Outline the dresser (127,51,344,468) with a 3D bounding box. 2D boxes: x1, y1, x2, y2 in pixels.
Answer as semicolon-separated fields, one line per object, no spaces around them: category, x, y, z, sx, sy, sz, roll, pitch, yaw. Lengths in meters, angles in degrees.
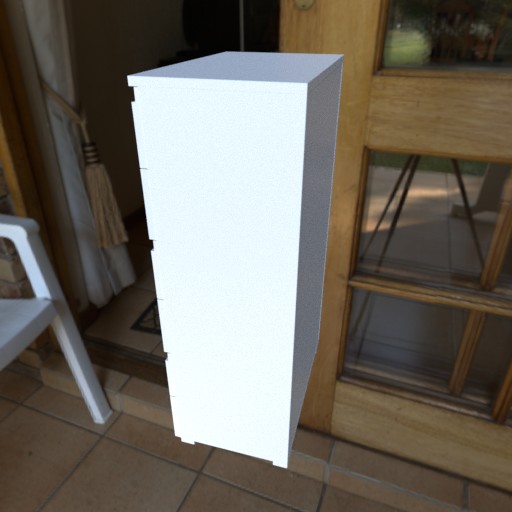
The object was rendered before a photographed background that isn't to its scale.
dresser;0.000;0.000;1.485;0.400;1.190;0.650;8;30;14
